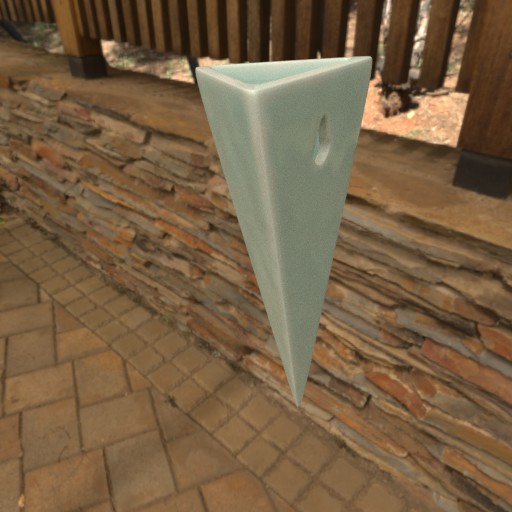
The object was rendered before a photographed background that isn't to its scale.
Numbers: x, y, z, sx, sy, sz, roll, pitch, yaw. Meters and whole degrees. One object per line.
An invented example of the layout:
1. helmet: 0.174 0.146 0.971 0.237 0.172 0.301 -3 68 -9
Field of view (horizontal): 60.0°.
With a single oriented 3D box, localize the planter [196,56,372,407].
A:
1. planter: 0.000 0.000 0.219 0.064 0.178 0.080 22 39 31
